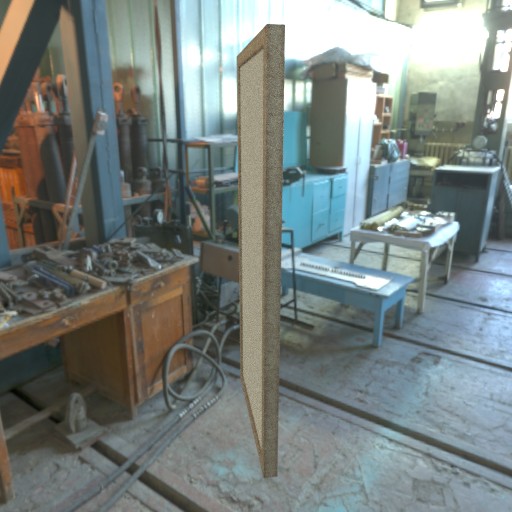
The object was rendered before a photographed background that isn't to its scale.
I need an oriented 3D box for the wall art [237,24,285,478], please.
[{"bbox_3d":[0.000,0.000,1.673,0.051,1.461,0.648,-3,18,-9],"label":"wall art"}]
